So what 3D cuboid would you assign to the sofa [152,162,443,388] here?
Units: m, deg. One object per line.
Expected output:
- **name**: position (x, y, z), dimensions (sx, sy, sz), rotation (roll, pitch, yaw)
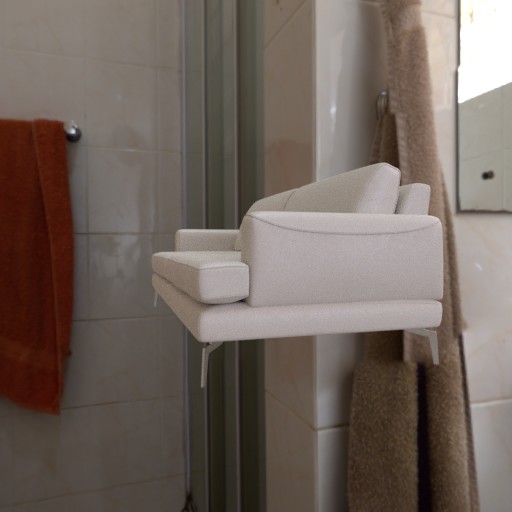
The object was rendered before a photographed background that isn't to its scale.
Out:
- **sofa**: position (0.000, 0.000, 2.398), dimensions (0.974, 0.765, 1.940), rotation (0, 2, -17)
